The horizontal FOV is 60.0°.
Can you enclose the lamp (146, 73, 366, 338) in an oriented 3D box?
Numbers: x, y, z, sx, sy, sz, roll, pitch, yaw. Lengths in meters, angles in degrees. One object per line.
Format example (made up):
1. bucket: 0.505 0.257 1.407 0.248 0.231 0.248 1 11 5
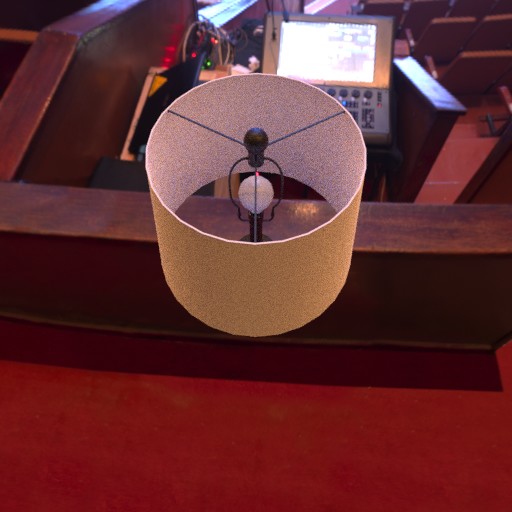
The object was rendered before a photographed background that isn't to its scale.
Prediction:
1. lamp: 0.000 0.000 0.853 0.349 0.667 0.349 0 62 0
